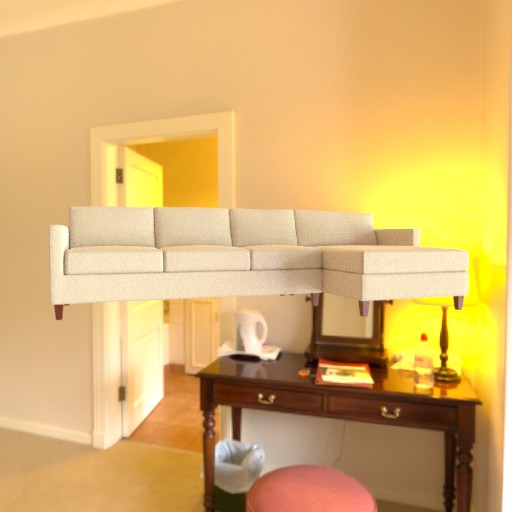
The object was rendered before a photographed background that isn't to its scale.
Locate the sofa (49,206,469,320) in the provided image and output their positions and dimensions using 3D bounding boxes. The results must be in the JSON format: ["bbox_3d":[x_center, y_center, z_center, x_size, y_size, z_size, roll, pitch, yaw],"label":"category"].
[{"bbox_3d":[0.000,0.000,4.087,3.471,0.954,1.599,-1,2,-19],"label":"sofa"}]
